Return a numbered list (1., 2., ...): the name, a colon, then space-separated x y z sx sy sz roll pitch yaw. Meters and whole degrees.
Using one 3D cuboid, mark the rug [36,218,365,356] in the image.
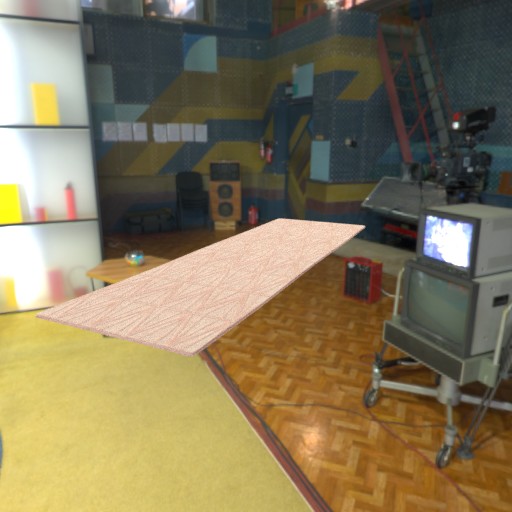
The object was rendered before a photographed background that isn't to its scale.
1. rug: 0.000 0.000 2.640 0.760 0.015 2.435 7 16 25
